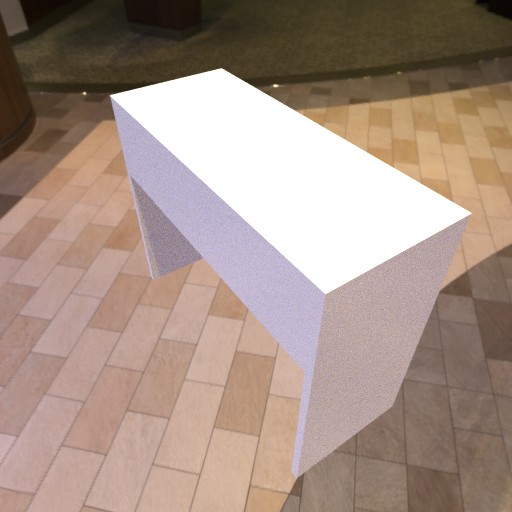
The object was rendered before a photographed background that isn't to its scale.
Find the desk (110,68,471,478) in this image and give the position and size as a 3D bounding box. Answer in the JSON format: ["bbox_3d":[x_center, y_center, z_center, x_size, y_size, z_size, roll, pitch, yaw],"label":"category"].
[{"bbox_3d":[0.000,0.000,1.409,0.400,0.790,1.000,-25,48,-25],"label":"desk"}]
